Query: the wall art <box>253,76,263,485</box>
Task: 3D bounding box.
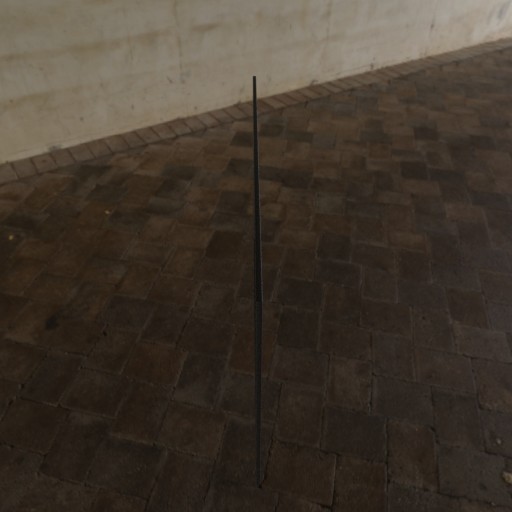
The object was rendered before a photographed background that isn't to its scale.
[{"bbox_3d":[0.000,0.000,1.529,0.013,0.811,1.192,0,41,0],"label":"wall art"}]
